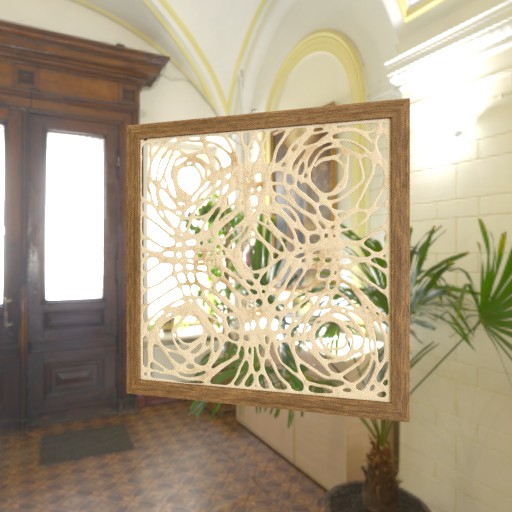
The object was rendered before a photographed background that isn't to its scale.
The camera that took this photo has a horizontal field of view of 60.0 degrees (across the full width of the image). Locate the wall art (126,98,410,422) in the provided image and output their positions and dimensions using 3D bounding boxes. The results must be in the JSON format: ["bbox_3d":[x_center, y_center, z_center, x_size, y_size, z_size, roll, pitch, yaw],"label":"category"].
[{"bbox_3d":[0.000,0.000,0.856,0.561,0.576,0.021,0,0,17],"label":"wall art"}]
